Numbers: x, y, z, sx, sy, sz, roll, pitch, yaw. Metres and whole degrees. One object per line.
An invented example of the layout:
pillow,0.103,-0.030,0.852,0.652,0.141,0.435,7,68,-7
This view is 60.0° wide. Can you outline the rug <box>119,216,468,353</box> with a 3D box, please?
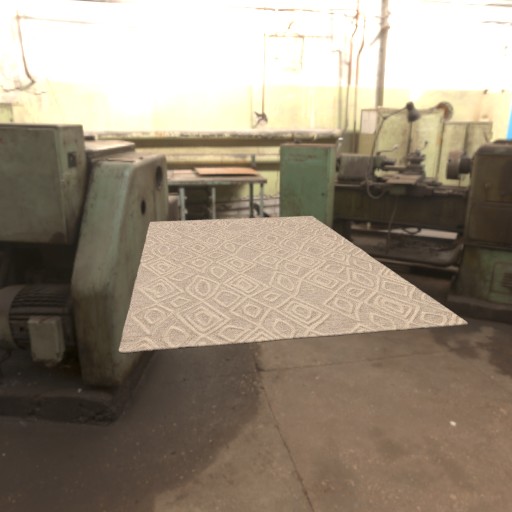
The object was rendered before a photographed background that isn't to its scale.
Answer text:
rug,0.000,0.000,3.032,1.546,0.010,2.442,-3,17,-10
